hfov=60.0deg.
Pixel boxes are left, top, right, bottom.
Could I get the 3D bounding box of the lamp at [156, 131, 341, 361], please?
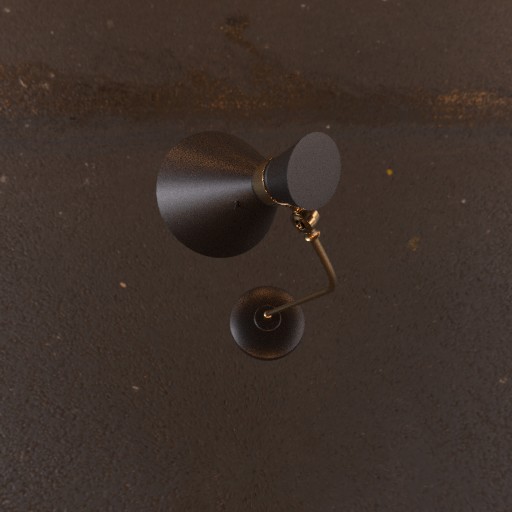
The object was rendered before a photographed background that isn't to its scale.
[{"bbox_3d":[0.000,0.000,0.753,0.292,0.647,0.189,35,69,15],"label":"lamp"}]
